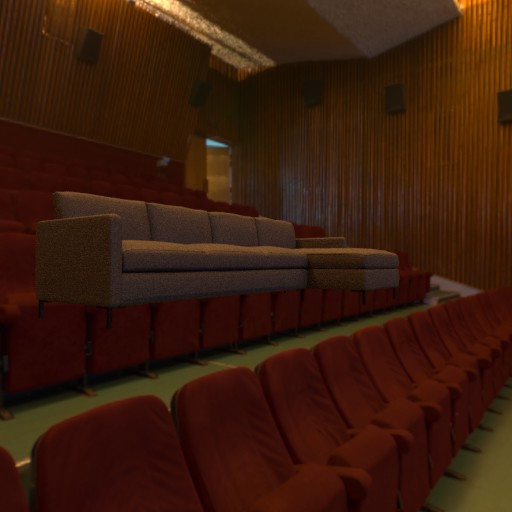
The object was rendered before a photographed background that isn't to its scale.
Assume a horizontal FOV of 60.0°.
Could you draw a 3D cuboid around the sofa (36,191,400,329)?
[{"bbox_3d":[0.000,0.000,3.899,1.483,0.892,3.221,-1,-1,37],"label":"sofa"}]
